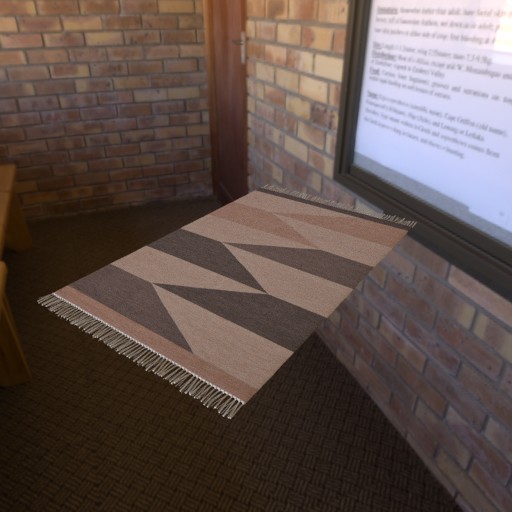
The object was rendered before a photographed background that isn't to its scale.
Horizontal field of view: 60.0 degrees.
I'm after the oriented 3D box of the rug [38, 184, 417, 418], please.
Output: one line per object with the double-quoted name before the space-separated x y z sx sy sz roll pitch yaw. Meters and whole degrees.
"rug" 0.000 0.000 2.579 1.224 0.027 2.021 20 35 31
